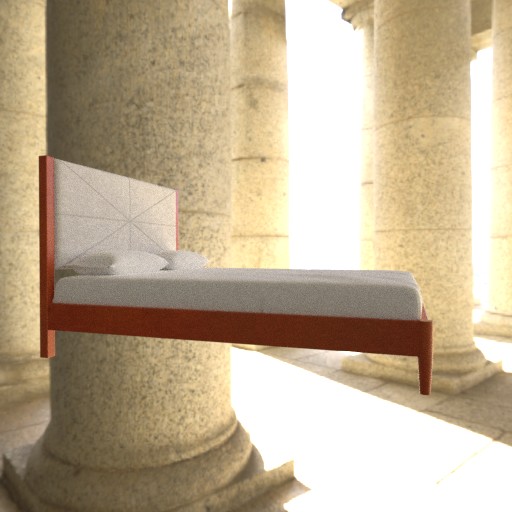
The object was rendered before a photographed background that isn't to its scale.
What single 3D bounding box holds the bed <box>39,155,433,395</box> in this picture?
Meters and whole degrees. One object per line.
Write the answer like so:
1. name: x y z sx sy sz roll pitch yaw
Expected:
1. bed: 0.000 0.000 2.953 2.117 1.165 1.566 0 1 19
